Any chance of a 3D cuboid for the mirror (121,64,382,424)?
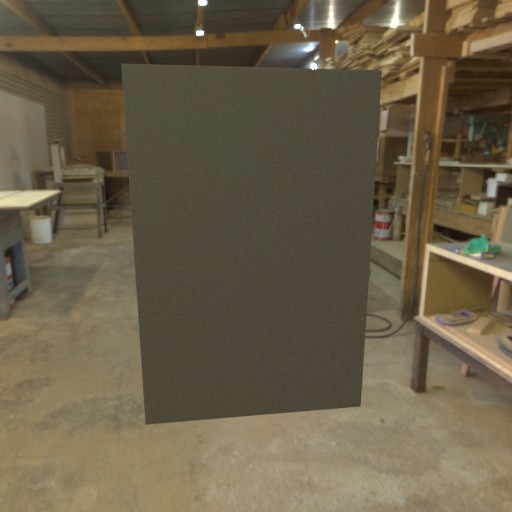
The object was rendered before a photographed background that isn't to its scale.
[{"bbox_3d":[0.000,0.000,1.158,0.613,0.914,0.039,-2,14,-8],"label":"mirror"}]
